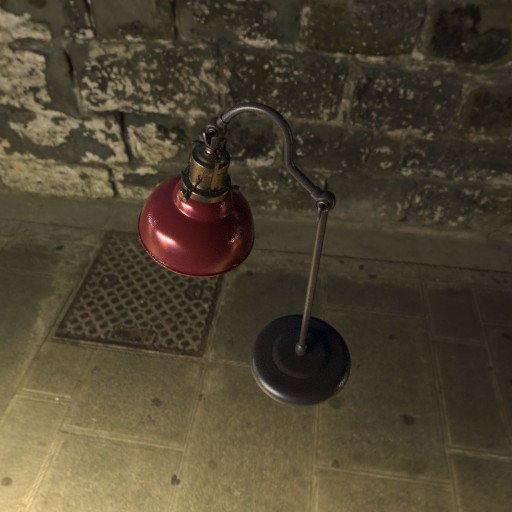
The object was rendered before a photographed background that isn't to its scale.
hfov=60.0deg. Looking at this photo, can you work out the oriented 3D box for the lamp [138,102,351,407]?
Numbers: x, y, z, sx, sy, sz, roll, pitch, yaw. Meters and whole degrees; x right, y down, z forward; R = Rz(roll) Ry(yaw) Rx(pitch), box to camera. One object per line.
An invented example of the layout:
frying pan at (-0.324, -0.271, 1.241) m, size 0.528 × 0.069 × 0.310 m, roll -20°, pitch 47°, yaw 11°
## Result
lamp at (0.000, 0.000, 0.684) m, size 0.374 × 0.508 × 0.192 m, roll 17°, pitch 50°, yaw 15°
